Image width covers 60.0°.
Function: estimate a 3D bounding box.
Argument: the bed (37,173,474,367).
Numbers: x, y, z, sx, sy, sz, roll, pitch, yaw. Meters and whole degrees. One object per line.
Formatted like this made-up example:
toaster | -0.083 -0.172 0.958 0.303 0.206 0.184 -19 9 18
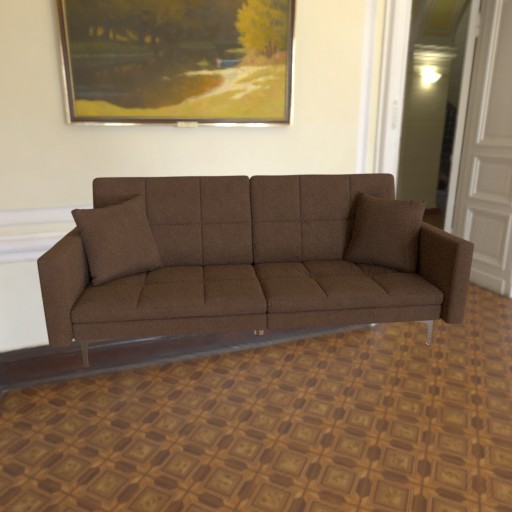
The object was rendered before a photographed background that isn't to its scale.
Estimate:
bed | 0.000 0.000 2.357 1.905 0.787 0.889 -2 17 -7
